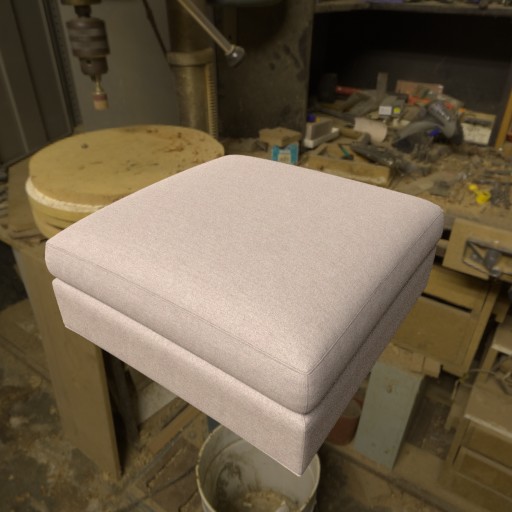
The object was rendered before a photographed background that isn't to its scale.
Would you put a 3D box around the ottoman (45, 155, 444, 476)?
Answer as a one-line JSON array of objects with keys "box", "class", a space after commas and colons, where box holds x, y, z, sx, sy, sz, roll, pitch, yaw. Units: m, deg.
[{"box": [0.000, 0.000, 1.617, 1.041, 0.470, 1.041, 21, 38, 29], "class": "ottoman"}]
